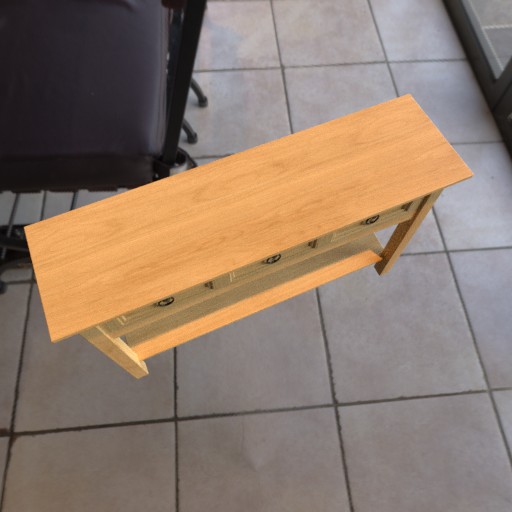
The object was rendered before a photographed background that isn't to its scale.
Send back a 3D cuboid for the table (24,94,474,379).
[{"bbox_3d":[0.000,0.000,1.583,1.240,0.730,0.350,-22,66,-10],"label":"table"}]
